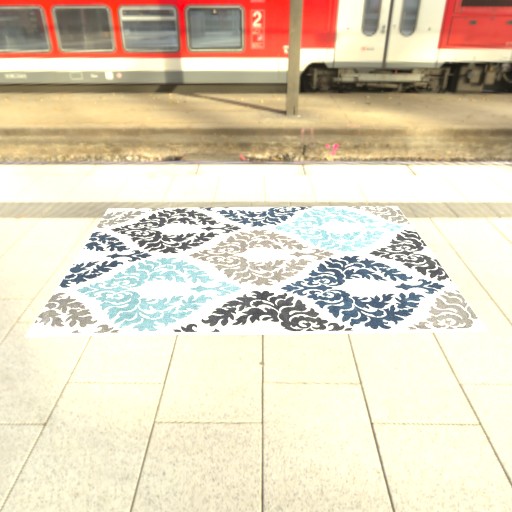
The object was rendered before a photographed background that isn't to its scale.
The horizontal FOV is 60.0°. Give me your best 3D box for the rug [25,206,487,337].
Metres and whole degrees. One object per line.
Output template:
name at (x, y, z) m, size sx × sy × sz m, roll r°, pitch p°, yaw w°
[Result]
rug at (0.000, 0.000, 2.821) m, size 2.275 × 0.014 × 1.514 m, roll -1°, pitch 30°, yaw -1°
